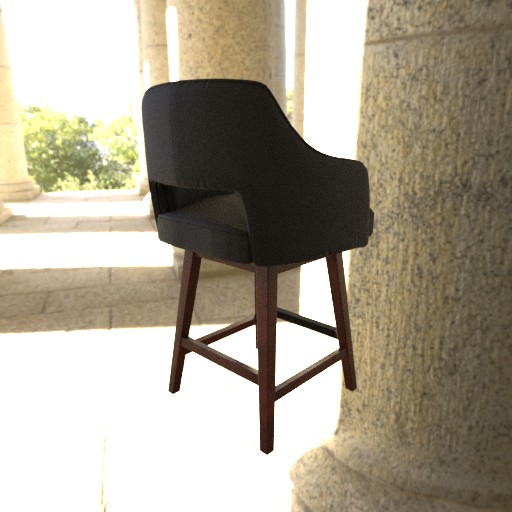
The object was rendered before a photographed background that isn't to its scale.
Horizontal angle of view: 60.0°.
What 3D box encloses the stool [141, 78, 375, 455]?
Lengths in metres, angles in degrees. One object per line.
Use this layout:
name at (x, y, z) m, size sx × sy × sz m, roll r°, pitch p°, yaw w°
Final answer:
stool at (0.000, 0.000, 1.290) m, size 0.548 × 0.912 × 0.558 m, roll 14°, pitch 21°, yaw 42°
